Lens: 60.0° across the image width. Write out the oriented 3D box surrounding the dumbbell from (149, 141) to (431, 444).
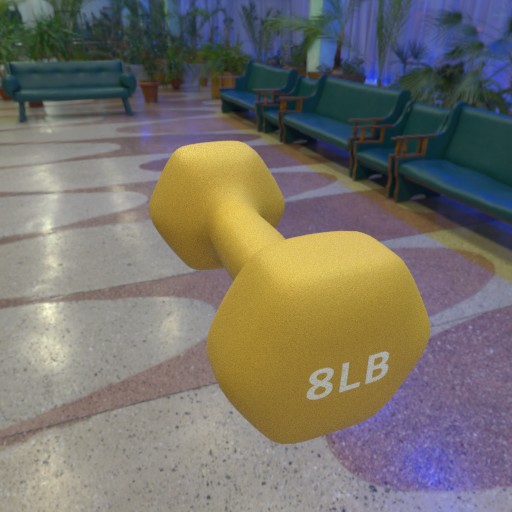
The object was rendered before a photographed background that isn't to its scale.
[{"bbox_3d":[0.000,0.000,0.235,0.090,0.082,0.190,-10,30,-17],"label":"dumbbell"}]
